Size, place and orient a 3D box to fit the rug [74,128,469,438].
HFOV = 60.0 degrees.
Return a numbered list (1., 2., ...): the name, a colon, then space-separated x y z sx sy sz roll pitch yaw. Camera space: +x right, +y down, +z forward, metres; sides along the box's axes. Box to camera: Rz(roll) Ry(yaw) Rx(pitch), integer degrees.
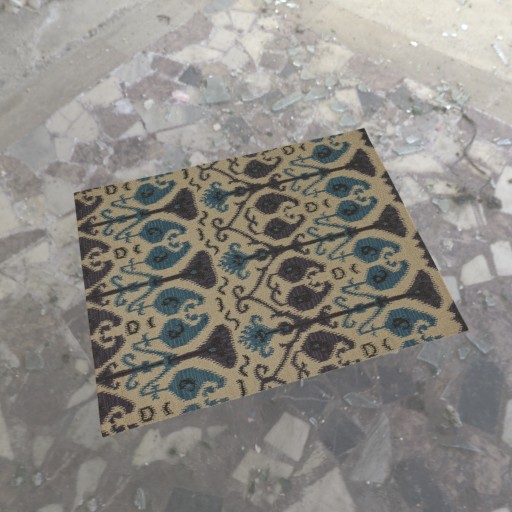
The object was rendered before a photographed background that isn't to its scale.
1. rug: 0.000 0.000 4.235 3.228 0.024 2.443 -14 64 -7
